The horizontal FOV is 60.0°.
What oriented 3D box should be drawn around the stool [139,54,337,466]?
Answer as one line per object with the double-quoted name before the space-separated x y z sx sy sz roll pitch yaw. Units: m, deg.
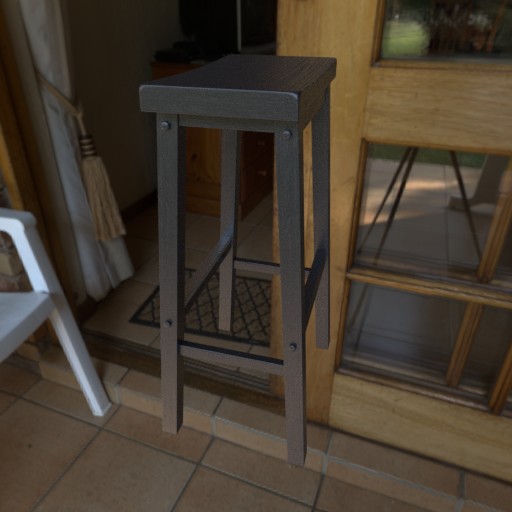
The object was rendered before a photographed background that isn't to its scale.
"stool" 0.000 0.000 0.944 0.322 0.742 0.406 8 31 14
